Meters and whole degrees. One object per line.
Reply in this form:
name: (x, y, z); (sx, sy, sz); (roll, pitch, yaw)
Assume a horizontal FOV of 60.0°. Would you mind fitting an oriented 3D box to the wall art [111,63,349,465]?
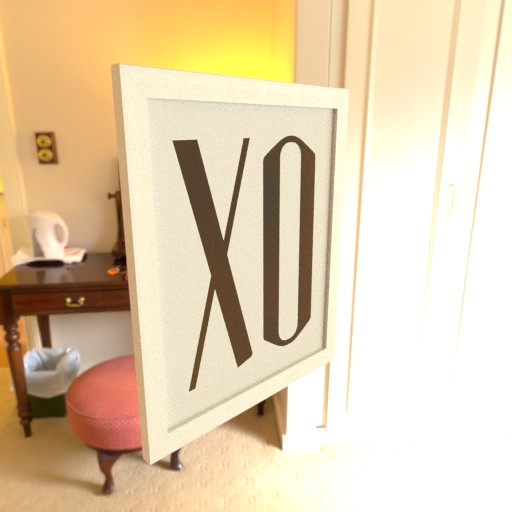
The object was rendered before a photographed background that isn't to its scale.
wall art: (0.000, 0.000, 0.721); (0.444, 0.536, 0.020); (-15, 21, -42)
